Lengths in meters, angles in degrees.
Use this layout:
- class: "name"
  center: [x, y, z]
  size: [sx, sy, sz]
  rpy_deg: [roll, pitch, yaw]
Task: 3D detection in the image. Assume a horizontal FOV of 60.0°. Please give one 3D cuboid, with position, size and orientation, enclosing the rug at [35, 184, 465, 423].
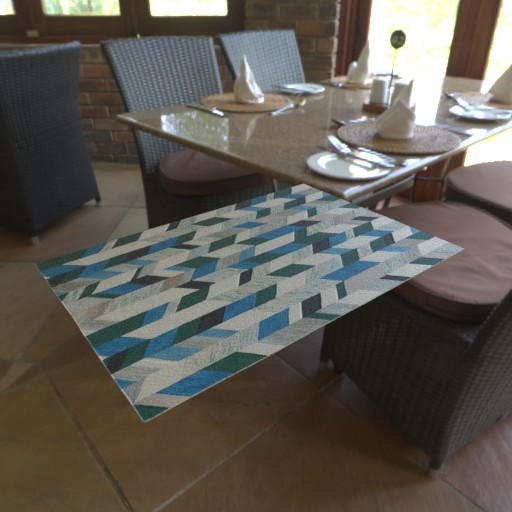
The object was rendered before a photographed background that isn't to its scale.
- class: "rug"
  center: [0.000, 0.000, 2.259]
  size: [1.827, 0.005, 1.229]
  rpy_deg: [-21, 36, -32]
